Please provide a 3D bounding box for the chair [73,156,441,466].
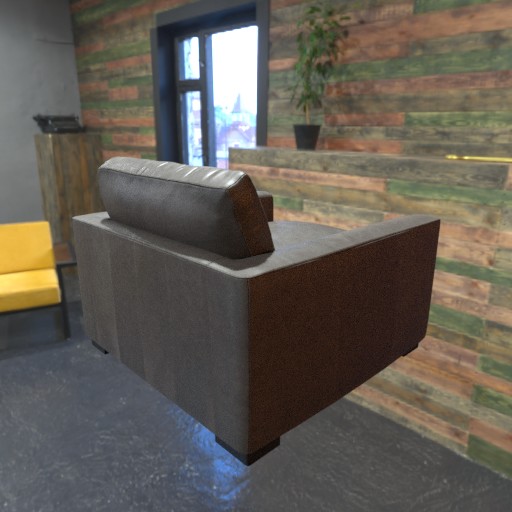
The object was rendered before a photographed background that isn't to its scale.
[{"bbox_3d":[0.000,0.000,1.824,1.080,0.807,1.106,-15,22,-41],"label":"chair"}]
